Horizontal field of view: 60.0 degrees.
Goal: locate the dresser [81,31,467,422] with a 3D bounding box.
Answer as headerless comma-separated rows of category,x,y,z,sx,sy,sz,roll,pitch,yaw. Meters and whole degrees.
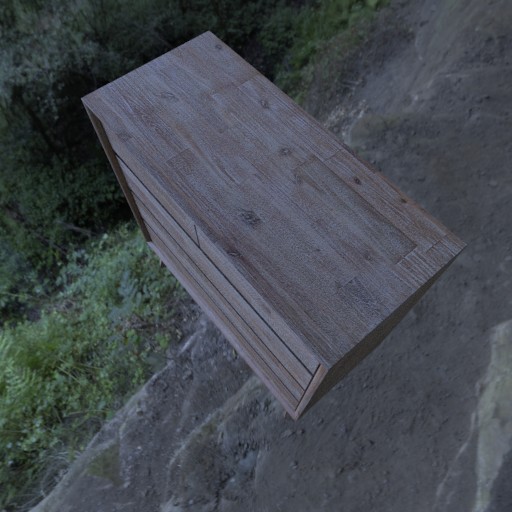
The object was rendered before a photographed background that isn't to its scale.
dresser,0.000,0.000,1.600,0.455,1.029,0.998,-37,68,-17
